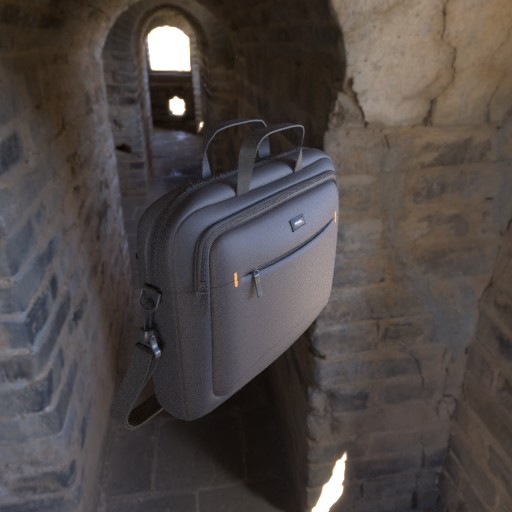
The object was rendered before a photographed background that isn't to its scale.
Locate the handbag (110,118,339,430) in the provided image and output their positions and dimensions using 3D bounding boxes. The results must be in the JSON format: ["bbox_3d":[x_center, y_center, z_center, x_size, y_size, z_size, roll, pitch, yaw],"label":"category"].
[{"bbox_3d":[0.000,0.000,0.581,0.126,0.330,0.429,18,31,32],"label":"handbag"}]
